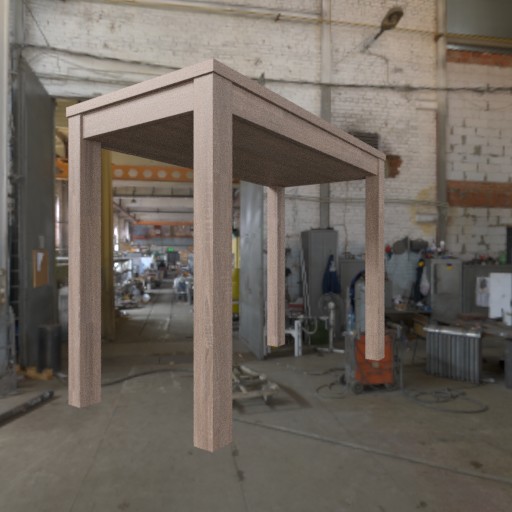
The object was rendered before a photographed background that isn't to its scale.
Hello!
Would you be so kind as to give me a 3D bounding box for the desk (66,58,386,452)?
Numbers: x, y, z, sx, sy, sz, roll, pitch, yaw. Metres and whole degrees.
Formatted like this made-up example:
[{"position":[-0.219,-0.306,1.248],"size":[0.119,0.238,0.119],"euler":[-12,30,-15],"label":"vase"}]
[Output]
[{"position":[0.000,0.000,1.400],"size":[0.495,0.762,0.991],"euler":[0,0,35],"label":"desk"}]
